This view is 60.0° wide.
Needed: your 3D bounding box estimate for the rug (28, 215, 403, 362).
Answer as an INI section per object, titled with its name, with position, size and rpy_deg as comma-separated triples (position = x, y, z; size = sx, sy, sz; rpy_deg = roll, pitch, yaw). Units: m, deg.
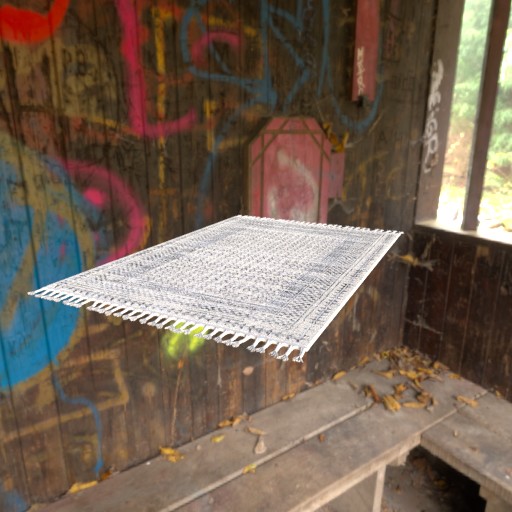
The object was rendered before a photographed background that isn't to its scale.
[rug]
position = 0.000, 0.000, 2.385
size = 1.243, 0.013, 1.872
rpy_deg = 8, 19, 26
